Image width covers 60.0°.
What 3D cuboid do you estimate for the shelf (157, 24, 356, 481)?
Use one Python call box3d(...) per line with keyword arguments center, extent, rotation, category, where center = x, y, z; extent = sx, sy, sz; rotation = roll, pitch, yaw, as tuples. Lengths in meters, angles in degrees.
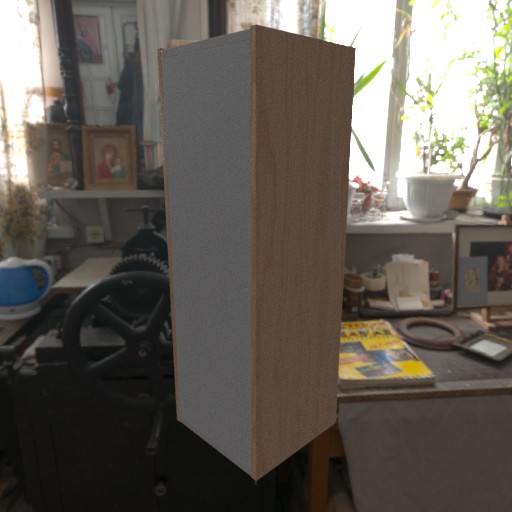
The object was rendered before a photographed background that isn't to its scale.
box3d(center=(0.000, 0.000, 1.045), extent=(0.290, 0.900, 0.300), rotation=(-14, 21, -42), category="shelf")
